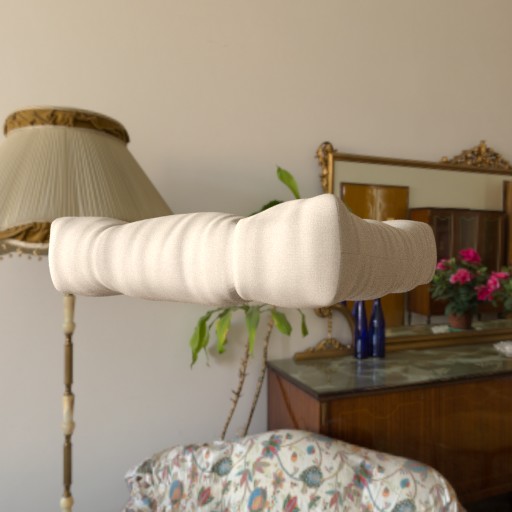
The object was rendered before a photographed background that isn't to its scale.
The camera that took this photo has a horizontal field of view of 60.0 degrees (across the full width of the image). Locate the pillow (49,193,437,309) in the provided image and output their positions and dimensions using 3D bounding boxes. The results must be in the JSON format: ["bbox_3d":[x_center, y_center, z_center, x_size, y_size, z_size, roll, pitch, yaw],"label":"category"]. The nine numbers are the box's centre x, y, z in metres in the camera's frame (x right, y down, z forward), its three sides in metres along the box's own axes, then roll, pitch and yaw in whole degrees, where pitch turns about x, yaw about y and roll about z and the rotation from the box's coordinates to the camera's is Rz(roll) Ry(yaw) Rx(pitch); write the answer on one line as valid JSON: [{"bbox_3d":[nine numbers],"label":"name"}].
[{"bbox_3d":[0.000,0.000,0.737,0.490,0.128,0.468,0,0,33],"label":"pillow"}]
